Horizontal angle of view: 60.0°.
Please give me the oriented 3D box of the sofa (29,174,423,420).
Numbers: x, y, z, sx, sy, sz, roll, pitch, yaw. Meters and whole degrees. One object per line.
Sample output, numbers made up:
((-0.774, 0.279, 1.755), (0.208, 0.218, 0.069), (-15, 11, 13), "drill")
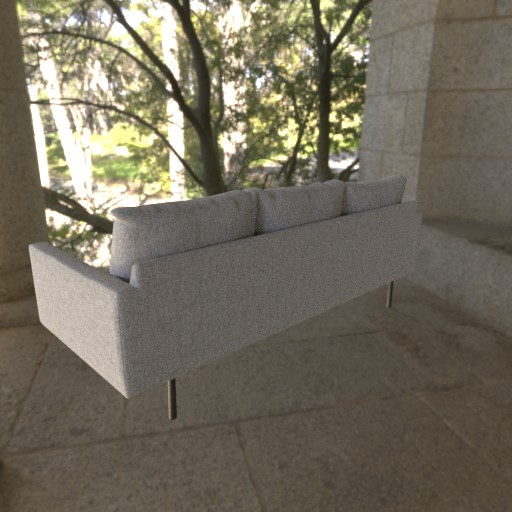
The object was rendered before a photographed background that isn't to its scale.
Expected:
((0.000, 0.000, 2.358), (2.000, 0.830, 0.850), (-15, 22, -41), "sofa")
